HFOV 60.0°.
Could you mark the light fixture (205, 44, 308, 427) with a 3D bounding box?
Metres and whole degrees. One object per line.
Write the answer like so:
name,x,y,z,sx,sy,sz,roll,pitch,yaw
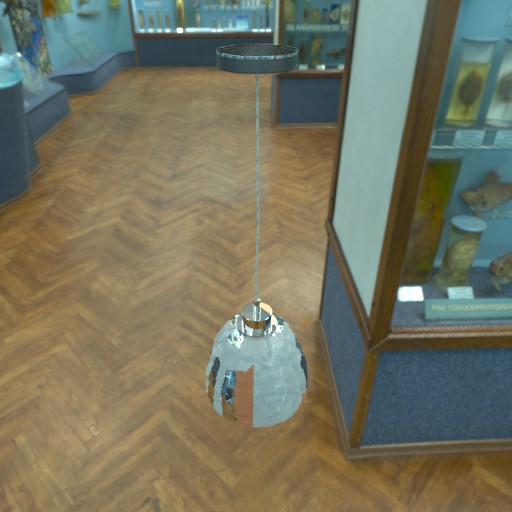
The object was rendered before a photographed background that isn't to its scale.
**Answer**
light fixture,0.000,0.000,1.773,0.500,1.511,0.496,0,33,0
